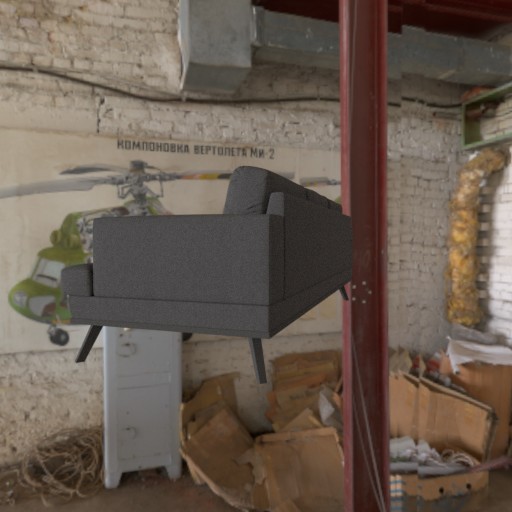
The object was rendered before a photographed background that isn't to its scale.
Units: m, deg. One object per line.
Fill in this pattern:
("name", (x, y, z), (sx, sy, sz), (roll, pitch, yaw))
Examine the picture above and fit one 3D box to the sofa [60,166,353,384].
("sofa", (0.000, 0.000, 2.747), (0.920, 0.810, 2.310), (1, 2, 19))
